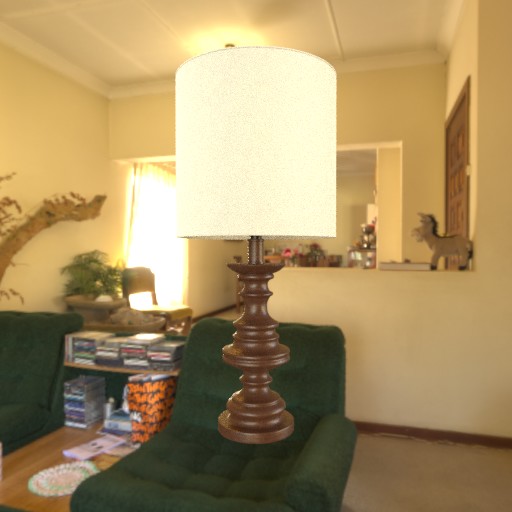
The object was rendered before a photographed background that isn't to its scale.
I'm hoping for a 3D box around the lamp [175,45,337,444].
[{"bbox_3d":[0.000,0.000,0.584,0.208,0.455,0.208,0,1,0],"label":"lamp"}]
